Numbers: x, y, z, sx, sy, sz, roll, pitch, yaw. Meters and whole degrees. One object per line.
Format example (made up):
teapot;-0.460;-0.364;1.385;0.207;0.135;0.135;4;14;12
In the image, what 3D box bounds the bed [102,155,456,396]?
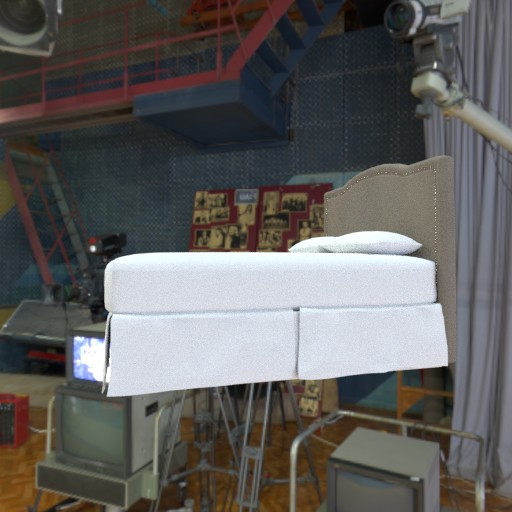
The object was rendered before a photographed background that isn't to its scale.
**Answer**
bed;0.000;0.000;3.272;2.128;1.441;1.744;0;-1;-17
